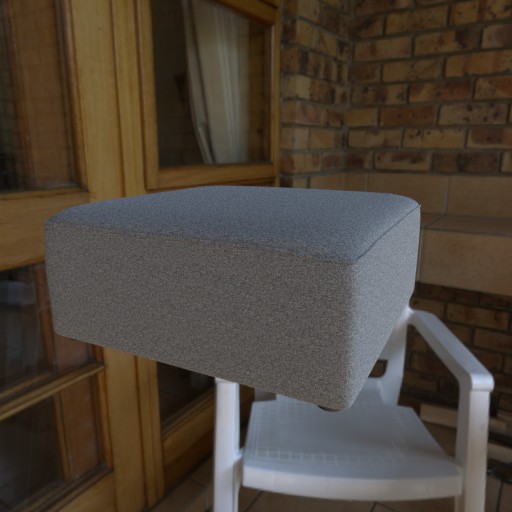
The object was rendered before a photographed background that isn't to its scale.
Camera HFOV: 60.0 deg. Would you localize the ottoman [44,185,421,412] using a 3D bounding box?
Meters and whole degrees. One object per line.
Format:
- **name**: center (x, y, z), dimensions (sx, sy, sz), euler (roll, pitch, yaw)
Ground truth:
- **ottoman**: center (0.000, 0.000, 1.618), dimensions (1.005, 0.464, 1.015), euler (7, 16, 26)
